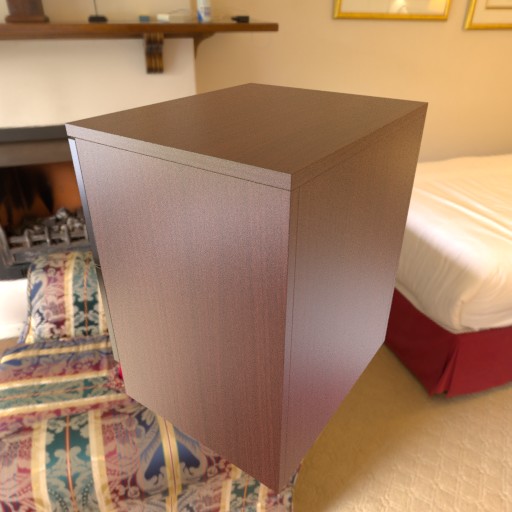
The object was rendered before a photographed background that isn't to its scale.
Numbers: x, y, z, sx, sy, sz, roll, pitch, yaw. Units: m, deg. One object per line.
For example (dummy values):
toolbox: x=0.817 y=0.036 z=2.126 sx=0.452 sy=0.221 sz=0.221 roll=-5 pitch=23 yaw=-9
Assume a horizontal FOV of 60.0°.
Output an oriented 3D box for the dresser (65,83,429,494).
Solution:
dresser: x=0.000 y=0.000 z=0.739 sx=0.360 sy=0.470 sz=0.400 roll=19 pitch=35 yaw=30
